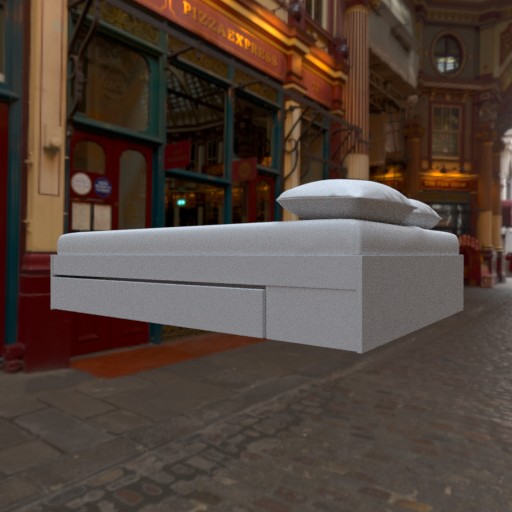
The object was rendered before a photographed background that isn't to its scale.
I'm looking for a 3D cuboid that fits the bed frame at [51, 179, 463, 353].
[{"bbox_3d":[0.000,0.000,2.601,1.950,0.629,1.450,0,0,37],"label":"bed frame"}]
